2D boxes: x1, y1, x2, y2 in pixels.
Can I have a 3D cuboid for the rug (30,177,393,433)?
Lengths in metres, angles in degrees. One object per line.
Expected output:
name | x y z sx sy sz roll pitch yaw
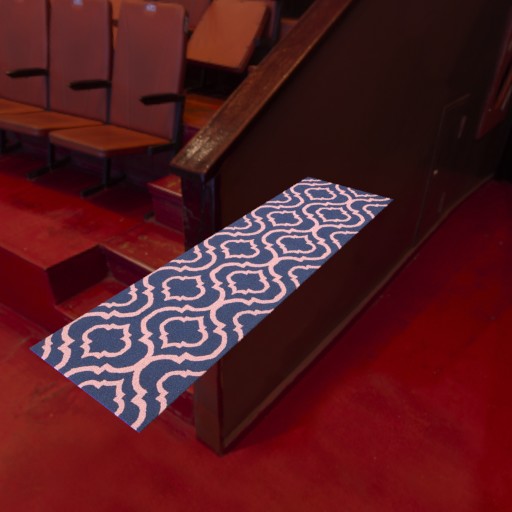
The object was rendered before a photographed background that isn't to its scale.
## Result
rug | 0.000 0.000 2.479 0.685 0.006 2.296 22 39 30
